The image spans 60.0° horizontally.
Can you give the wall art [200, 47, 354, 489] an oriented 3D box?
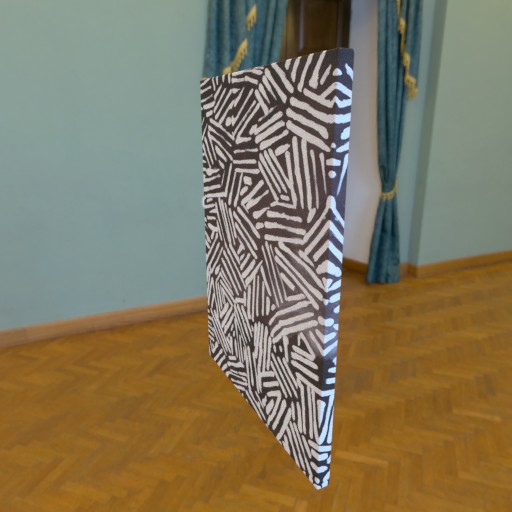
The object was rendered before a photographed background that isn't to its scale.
[{"bbox_3d":[0.000,0.000,1.300,0.038,1.017,0.765,-8,19,-25],"label":"wall art"}]
